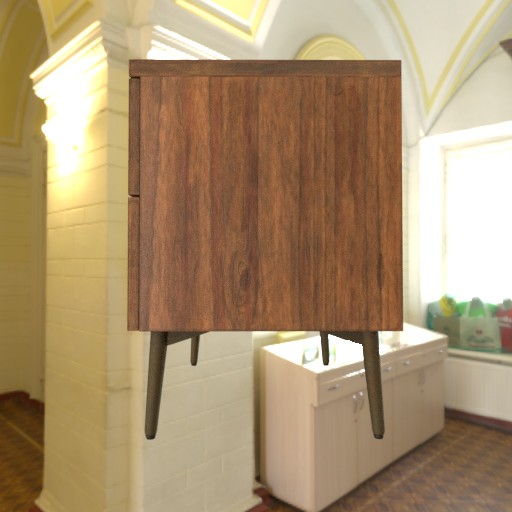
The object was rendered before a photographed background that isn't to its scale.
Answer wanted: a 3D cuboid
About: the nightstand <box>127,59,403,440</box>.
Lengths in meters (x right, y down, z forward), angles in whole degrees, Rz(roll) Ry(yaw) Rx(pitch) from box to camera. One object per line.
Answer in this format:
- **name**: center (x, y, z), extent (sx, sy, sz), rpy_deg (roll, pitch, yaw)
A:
- **nightstand**: center (0.000, 0.000, 1.000), extent (0.458, 0.610, 0.610), rpy_deg (0, -1, 0)
